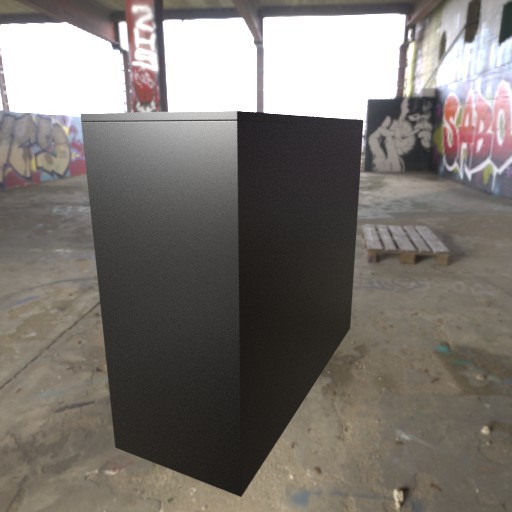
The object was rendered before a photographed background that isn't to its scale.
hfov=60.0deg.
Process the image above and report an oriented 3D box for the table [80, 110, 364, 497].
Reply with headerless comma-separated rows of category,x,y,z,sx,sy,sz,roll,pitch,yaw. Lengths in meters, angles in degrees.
table,0.000,0.000,1.325,0.380,0.790,0.930,8,18,25
